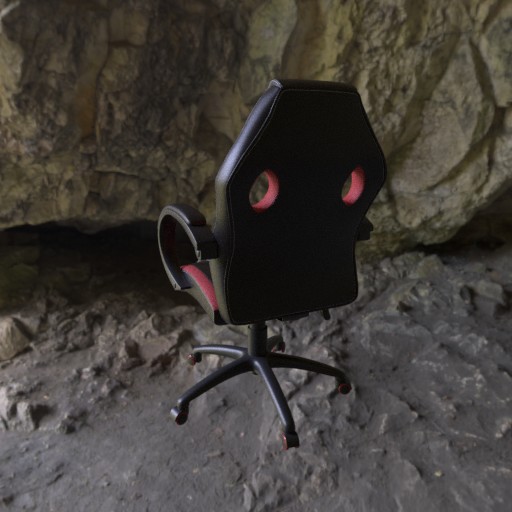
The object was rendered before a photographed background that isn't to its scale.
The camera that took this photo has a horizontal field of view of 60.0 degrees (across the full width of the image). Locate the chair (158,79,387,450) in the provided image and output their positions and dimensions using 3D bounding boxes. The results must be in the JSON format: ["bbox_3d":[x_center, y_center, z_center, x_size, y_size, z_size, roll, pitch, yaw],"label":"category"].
[{"bbox_3d":[0.000,0.000,1.700,0.750,1.189,0.783,-7,16,-25],"label":"chair"}]
